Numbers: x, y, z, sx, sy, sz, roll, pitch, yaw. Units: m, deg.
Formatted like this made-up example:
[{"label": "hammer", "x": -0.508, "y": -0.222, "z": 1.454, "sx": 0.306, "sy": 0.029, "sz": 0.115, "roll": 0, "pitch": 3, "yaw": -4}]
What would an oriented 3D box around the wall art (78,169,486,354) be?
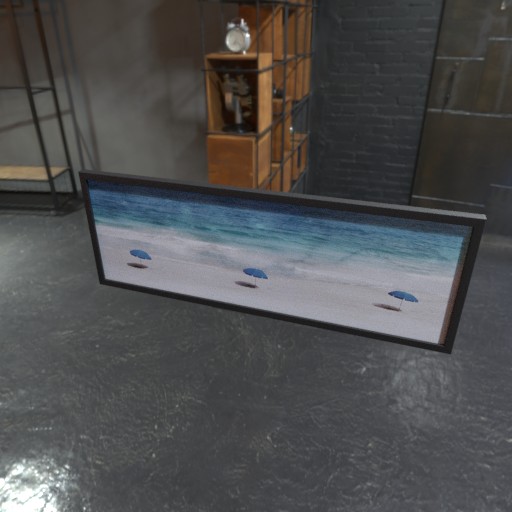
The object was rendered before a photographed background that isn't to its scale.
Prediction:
[{"label": "wall art", "x": 0.000, "y": 0.000, "z": 1.788, "sx": 1.572, "sy": 0.554, "sz": 0.041, "roll": 9, "pitch": 29, "yaw": 17}]
